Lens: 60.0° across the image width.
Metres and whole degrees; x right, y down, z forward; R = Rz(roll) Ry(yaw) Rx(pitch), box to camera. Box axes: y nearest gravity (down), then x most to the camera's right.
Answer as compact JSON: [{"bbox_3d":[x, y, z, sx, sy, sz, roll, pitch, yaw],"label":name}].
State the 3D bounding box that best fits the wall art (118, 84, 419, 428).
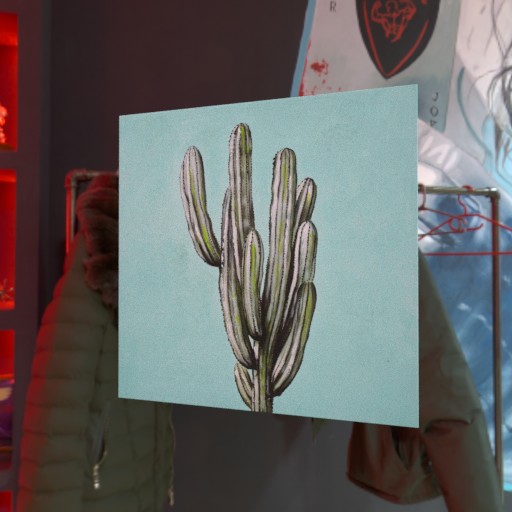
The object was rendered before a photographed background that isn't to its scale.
[{"bbox_3d":[0.000,0.000,0.879,0.603,0.603,0.036,0,-1,17],"label":"wall art"}]
